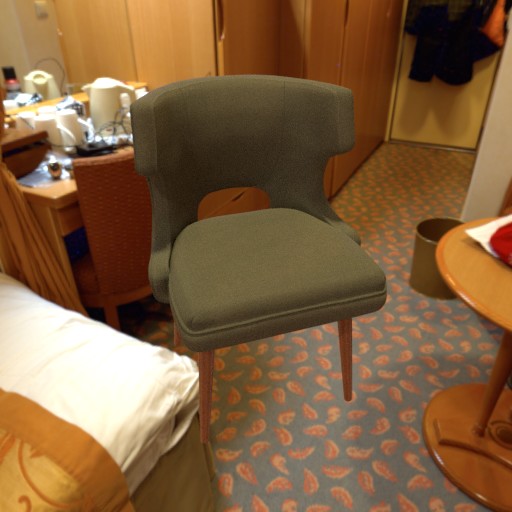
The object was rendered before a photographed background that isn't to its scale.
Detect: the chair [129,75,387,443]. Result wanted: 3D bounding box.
[{"bbox_3d":[0.000,0.000,1.232,0.595,0.863,0.581,-10,33,-16],"label":"chair"}]
